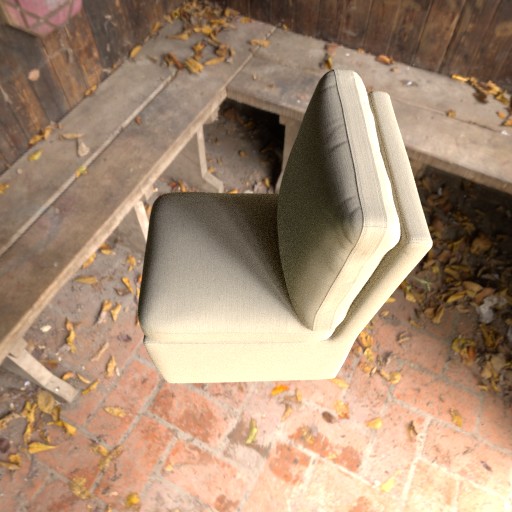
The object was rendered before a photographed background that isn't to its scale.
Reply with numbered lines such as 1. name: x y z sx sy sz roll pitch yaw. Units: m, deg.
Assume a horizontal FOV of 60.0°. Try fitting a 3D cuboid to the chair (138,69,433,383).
1. chair: 0.000 0.000 1.322 0.698 0.927 0.503 -1 57 -1
